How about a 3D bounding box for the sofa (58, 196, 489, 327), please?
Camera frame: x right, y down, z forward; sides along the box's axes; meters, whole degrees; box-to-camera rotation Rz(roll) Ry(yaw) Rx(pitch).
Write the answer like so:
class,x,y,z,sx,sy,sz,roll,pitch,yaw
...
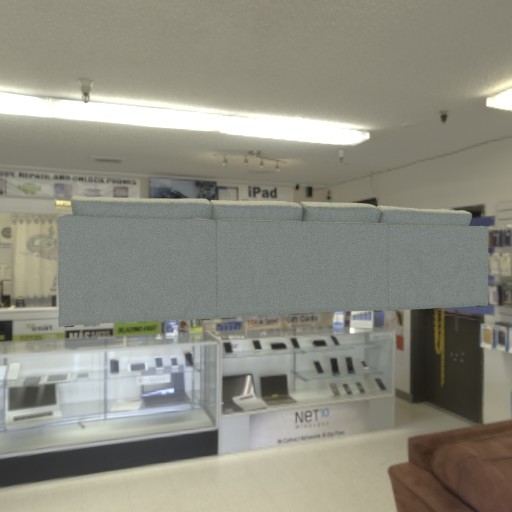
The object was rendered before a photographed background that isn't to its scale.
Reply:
class,x,y,z,sx,sy,sz,roll,pitch,yaw
sofa,0.000,0.000,4.431,3.460,0.882,2.427,0,0,-18
